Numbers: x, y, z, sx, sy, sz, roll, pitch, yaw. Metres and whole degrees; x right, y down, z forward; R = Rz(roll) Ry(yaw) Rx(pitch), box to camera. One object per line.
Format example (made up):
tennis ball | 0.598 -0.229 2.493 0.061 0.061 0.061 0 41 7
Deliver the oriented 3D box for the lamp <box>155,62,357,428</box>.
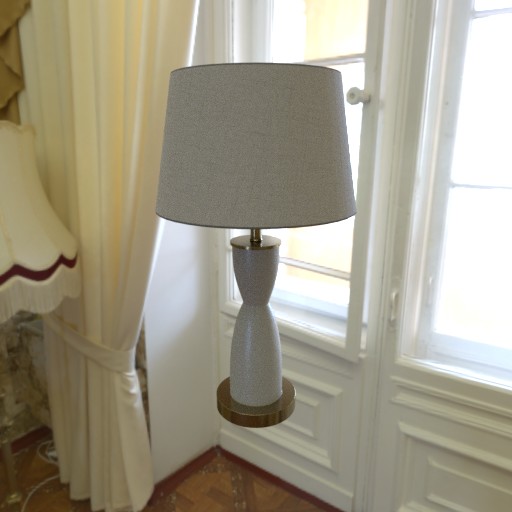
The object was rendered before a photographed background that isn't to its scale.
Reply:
lamp | 0.000 0.000 0.716 0.309 0.545 0.309 0 16 0
